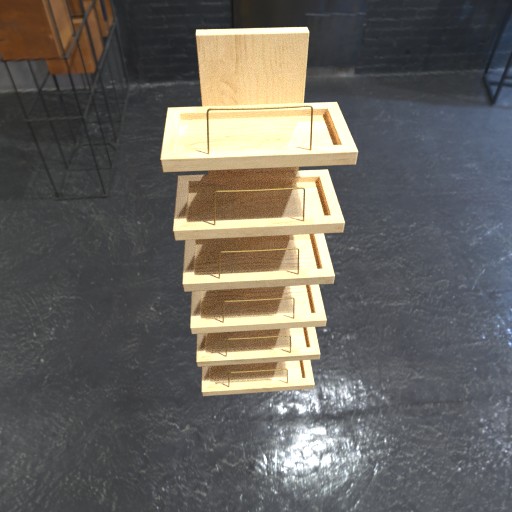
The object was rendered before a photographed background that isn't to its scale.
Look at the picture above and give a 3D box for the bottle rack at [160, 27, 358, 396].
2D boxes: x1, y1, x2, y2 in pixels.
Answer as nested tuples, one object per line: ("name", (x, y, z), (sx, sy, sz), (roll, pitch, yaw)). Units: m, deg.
("bottle rack", (0.000, 0.000, 1.052), (0.330, 0.943, 0.206), (-3, 45, -3))
